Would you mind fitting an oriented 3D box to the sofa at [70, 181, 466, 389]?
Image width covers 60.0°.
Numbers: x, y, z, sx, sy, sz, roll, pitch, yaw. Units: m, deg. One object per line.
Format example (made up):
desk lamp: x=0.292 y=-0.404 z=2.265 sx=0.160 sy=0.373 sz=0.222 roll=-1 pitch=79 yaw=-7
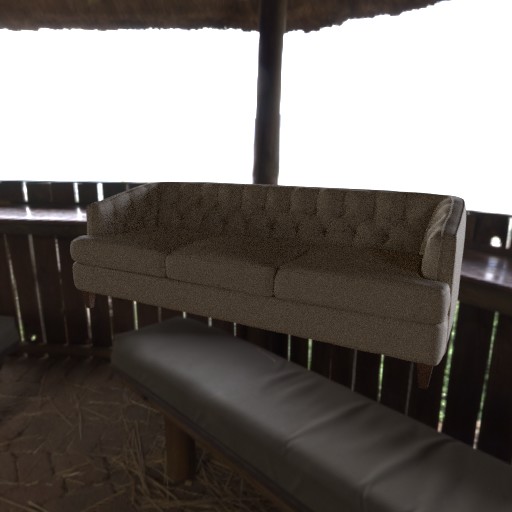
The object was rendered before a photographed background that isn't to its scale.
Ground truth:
sofa: x=0.000 y=0.000 z=2.673 sx=2.235 sy=0.788 sz=0.913 roll=7 pitch=16 yaw=28
